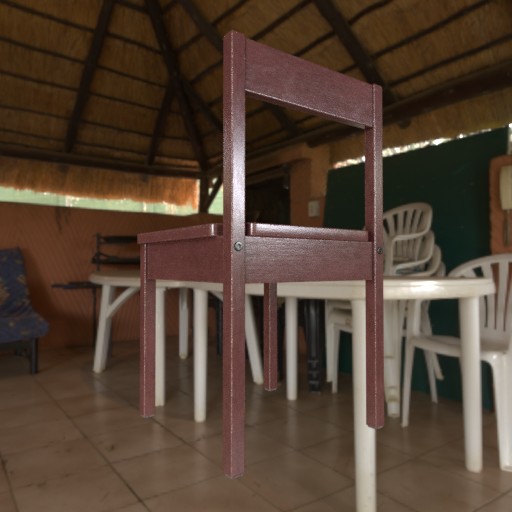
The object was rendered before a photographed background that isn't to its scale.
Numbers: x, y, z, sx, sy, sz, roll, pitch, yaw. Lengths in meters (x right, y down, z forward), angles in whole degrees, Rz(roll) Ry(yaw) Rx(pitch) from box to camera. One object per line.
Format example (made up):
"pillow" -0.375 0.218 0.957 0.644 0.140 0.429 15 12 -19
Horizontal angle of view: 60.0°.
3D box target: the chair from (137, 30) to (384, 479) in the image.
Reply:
"chair" 0.000 0.000 0.904 0.367 0.668 0.361 1 -2 -37
